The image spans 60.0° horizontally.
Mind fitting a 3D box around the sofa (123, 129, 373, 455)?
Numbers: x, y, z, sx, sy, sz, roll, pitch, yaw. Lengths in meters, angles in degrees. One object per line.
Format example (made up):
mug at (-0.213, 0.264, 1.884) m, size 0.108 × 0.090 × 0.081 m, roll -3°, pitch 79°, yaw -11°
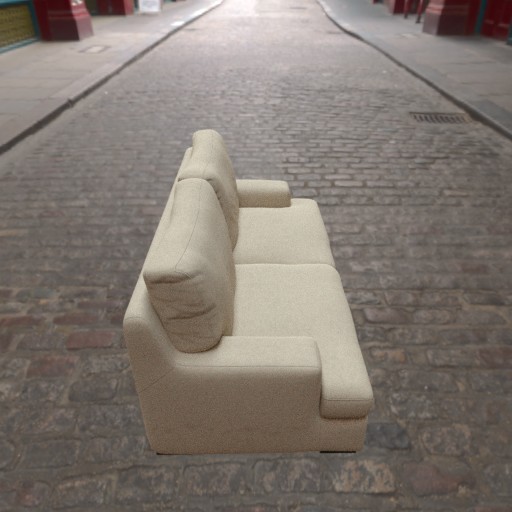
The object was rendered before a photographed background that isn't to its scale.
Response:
sofa at (0.000, 0.000, 2.486) m, size 0.962 × 0.967 × 1.885 m, roll 0°, pitch 32°, yaw -1°
